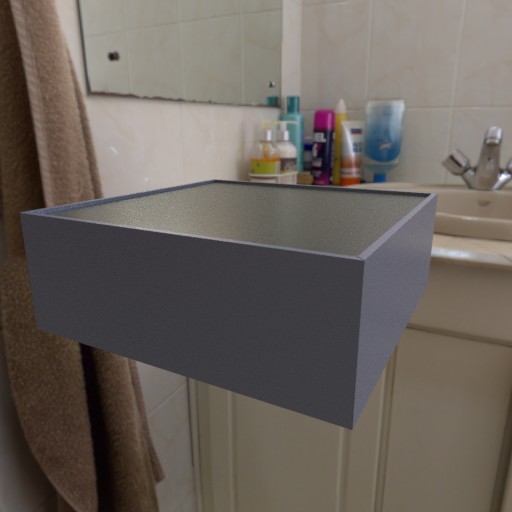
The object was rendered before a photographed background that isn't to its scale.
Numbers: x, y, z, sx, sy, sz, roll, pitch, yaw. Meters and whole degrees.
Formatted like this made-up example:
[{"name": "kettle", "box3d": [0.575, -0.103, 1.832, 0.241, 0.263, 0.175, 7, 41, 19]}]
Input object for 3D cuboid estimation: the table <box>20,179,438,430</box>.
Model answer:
[{"name": "table", "box3d": [0.000, 0.000, 1.213, 0.801, 0.299, 0.801, 9, 18, 28]}]
